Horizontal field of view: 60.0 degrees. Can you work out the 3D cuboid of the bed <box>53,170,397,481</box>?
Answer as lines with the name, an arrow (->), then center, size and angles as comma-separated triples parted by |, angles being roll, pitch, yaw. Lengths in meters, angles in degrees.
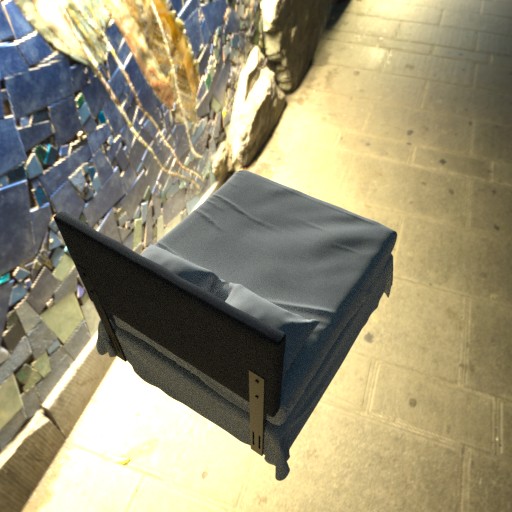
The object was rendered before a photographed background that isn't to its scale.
bed -> 0.000, 0.000, 3.532 | 1.936, 1.577, 2.222 | 26, 52, 22
